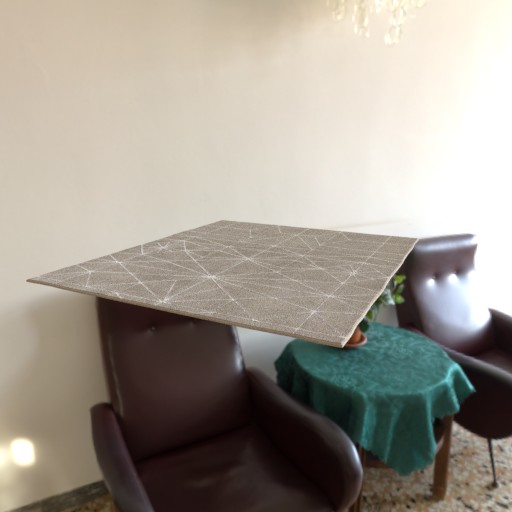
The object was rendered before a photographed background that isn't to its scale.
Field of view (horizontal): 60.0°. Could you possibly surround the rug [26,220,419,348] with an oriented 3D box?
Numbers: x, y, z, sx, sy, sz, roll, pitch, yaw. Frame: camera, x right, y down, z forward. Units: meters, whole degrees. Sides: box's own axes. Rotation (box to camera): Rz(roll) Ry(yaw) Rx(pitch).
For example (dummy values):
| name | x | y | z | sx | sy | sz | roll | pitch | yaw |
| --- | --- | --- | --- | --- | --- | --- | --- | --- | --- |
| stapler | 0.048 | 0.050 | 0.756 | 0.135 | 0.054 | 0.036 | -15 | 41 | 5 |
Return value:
| name | x | y | z | sx | sy | sz | roll | pitch | yaw |
| --- | --- | --- | --- | --- | --- | --- | --- | --- | --- |
| rug | 0.000 | 0.000 | 0.901 | 0.548 | 0.006 | 0.639 | 7 | 17 | 26 |
